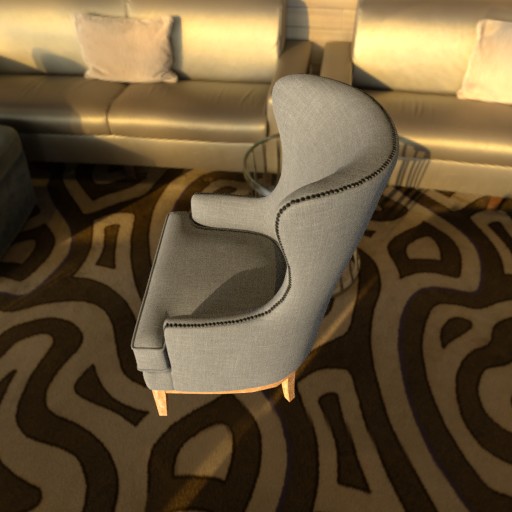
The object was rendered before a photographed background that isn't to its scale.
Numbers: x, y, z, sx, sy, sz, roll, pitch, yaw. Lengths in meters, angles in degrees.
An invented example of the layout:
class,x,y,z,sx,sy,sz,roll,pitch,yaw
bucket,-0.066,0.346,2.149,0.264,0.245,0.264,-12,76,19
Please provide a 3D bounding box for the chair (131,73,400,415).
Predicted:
class,x,y,z,sx,sy,sz,roll,pitch,yaw
chair,0.000,0.000,1.799,0.883,1.176,0.864,1,43,1
